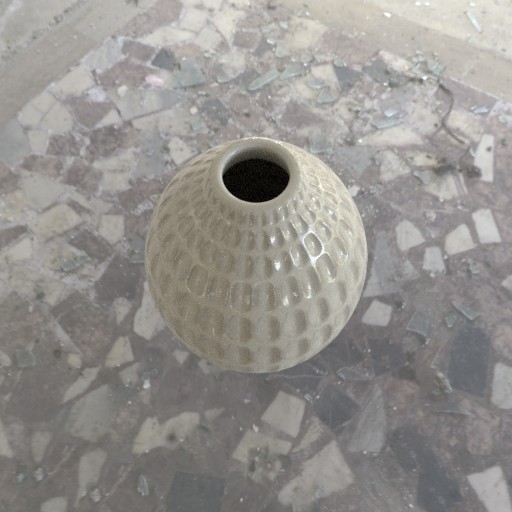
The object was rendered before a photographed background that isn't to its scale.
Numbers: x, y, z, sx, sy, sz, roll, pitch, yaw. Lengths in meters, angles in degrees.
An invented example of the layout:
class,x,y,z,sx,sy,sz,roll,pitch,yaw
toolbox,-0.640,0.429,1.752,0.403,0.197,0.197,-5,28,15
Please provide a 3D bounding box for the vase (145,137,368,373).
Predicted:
class,x,y,z,sx,sy,sz,roll,pitch,yaw
vase,0.000,0.000,0.260,0.128,0.167,0.128,0,65,0
